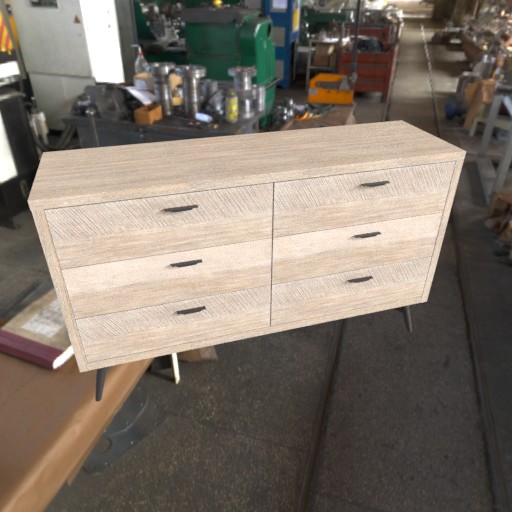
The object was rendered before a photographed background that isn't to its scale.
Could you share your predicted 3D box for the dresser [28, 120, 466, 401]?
[{"bbox_3d":[0.000,0.000,1.899,1.524,0.914,0.457,-9,33,-14],"label":"dresser"}]
